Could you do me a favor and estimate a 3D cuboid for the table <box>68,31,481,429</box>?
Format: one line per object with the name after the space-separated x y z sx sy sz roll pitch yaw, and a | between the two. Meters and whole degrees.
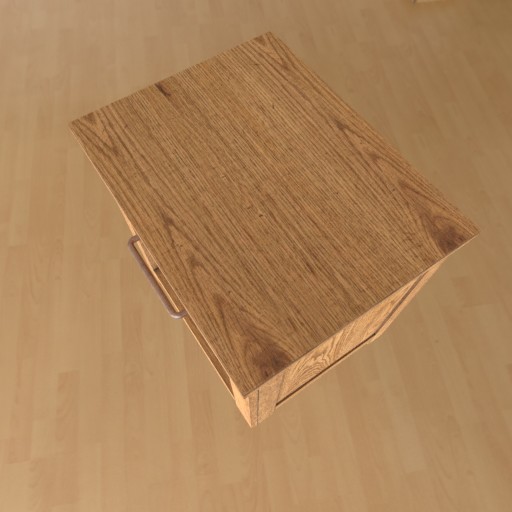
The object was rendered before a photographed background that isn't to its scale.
0.000 0.000 1.056 0.494 0.625 0.601 -31 67 -15 | table
